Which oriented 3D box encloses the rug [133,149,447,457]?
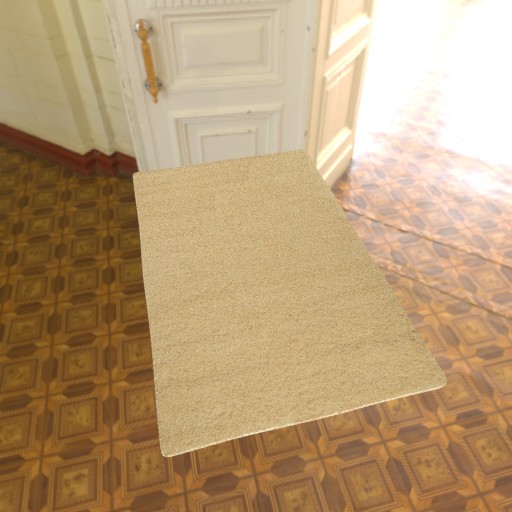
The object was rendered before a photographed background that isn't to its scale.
[{"bbox_3d":[0.000,0.000,2.989,1.500,0.026,2.349,-10,46,-10],"label":"rug"}]
